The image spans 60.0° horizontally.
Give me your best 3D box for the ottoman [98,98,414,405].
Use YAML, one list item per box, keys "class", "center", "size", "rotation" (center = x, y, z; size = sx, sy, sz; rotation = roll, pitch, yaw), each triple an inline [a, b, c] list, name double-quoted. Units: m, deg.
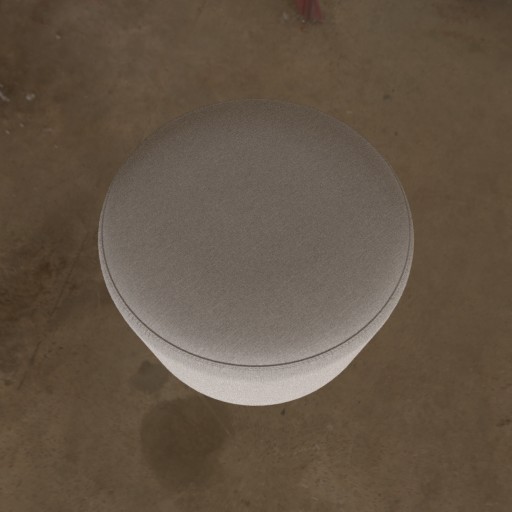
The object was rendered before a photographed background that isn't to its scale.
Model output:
- class: "ottoman"
  center: [0.000, 0.000, 1.001]
  size: [0.608, 0.433, 0.608]
  rotation: [0, 64, 0]
